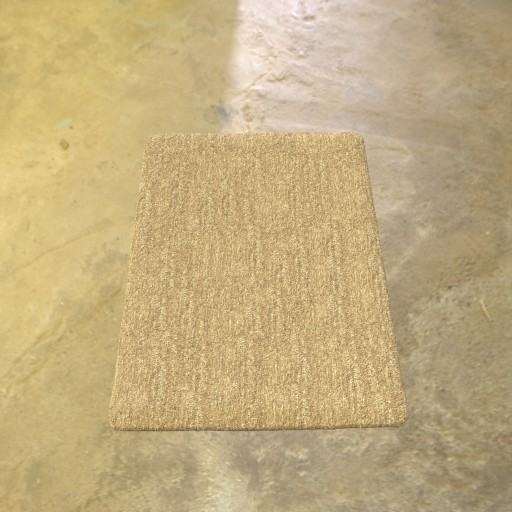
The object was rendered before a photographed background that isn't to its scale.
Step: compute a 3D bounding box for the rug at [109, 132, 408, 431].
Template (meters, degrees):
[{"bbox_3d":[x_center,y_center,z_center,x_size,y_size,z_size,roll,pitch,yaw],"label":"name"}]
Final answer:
[{"bbox_3d":[0.000,0.000,3.900,2.242,0.050,2.873,-1,63,0],"label":"rug"}]
